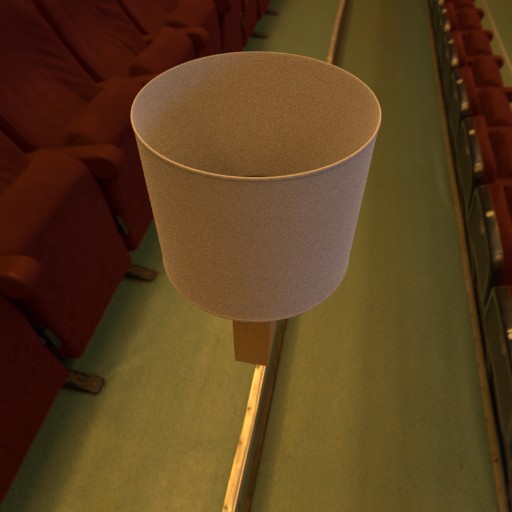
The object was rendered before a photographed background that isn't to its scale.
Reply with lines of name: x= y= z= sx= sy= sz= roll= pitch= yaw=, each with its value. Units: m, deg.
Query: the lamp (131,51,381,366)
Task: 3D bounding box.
lamp: x=0.000 y=0.000 z=0.564 sx=0.229 sy=0.417 sz=0.229 roll=8 pitch=48 yaw=8
